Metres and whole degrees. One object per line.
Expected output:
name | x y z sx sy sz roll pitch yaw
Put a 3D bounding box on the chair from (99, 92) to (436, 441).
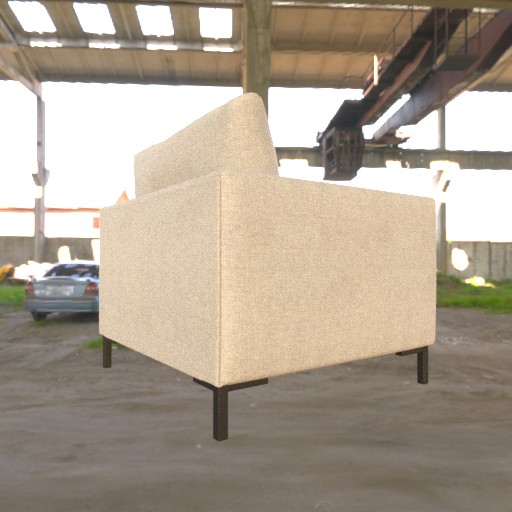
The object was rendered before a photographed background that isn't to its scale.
chair | 0.000 0.000 1.618 0.866 0.861 0.963 0 -1 -36
